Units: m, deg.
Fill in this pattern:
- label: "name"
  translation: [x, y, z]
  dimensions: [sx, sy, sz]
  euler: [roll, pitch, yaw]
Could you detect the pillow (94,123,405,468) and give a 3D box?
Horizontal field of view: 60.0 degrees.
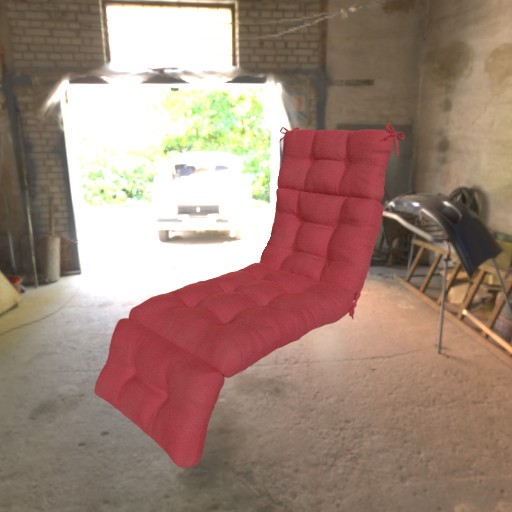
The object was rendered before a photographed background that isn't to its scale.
- label: "pillow"
  translation: [0.000, 0.000, 1.498]
  dimensions: [0.526, 0.863, 1.016]
  euler: [15, 22, 42]
